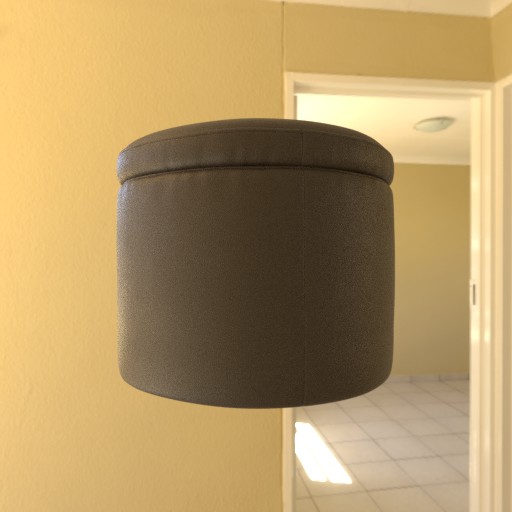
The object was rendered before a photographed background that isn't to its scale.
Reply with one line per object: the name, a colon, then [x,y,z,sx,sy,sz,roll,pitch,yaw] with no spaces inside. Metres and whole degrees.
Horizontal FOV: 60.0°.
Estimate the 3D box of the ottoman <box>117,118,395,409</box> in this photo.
ottoman: [0.000,0.000,0.833,0.500,0.409,0.500,0,0,0]
